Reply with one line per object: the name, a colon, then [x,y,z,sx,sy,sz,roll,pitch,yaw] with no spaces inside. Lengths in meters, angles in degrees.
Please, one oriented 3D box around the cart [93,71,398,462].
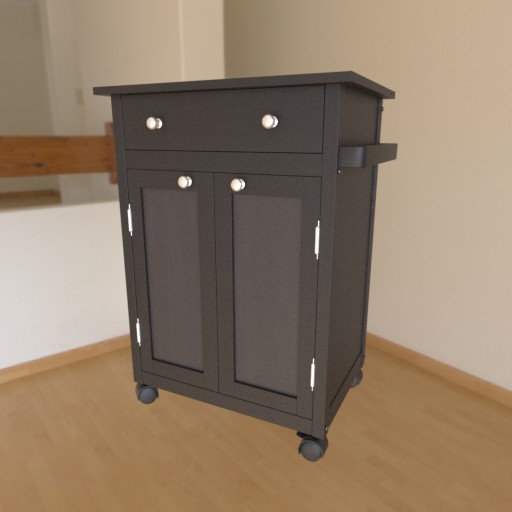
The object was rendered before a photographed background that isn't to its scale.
cart: [0.000,0.000,1.244,0.660,0.879,0.456,7,17,25]
